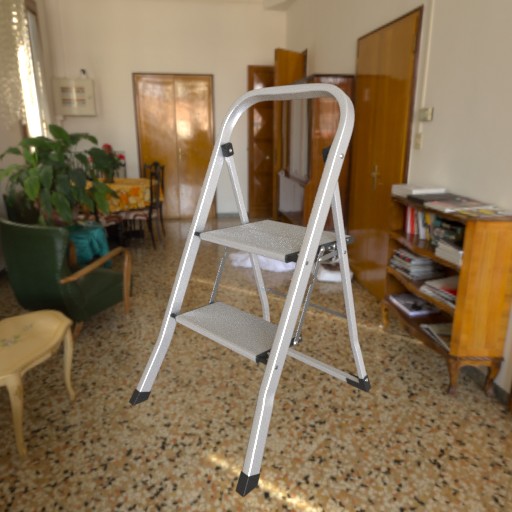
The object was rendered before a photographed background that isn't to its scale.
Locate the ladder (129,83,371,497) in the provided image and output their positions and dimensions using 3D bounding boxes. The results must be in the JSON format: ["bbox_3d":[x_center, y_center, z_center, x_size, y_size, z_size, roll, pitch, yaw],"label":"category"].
[{"bbox_3d":[0.000,0.000,1.131,0.530,0.830,0.465,-15,22,-42],"label":"ladder"}]
